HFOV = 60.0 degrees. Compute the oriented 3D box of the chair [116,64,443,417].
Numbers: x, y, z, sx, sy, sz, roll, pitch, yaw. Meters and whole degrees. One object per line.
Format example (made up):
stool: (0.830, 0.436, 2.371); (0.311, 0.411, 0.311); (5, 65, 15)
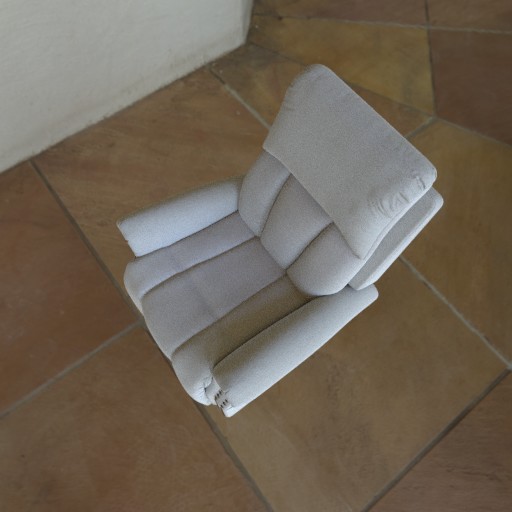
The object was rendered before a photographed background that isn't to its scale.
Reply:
chair: (0.000, 0.000, 1.719); (0.979, 1.031, 0.871); (-32, 67, -15)
